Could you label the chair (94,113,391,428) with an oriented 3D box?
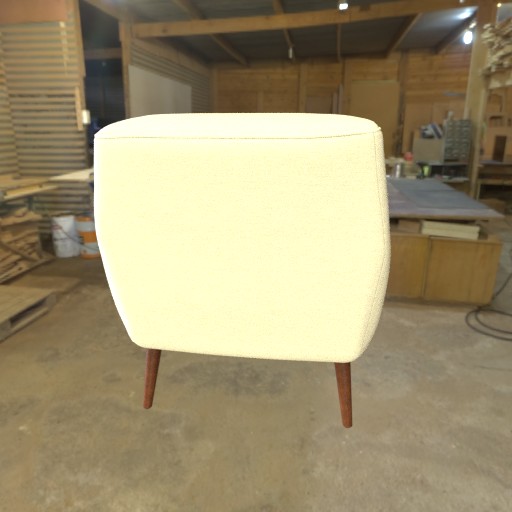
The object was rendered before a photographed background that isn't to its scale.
[{"bbox_3d":[0.000,0.000,1.395,0.762,0.838,0.787,2,17,8],"label":"chair"}]
